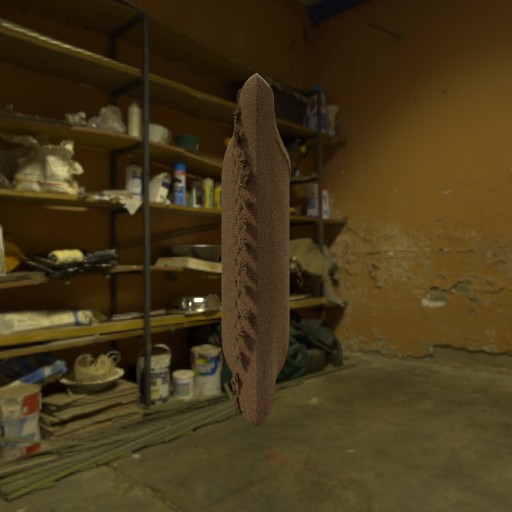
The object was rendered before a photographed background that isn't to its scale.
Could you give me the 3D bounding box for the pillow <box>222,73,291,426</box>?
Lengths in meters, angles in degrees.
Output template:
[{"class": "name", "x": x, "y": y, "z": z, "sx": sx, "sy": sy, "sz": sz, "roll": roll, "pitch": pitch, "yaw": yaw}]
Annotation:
[{"class": "pillow", "x": 0.000, "y": 0.000, "z": 0.596, "sx": 0.084, "sy": 0.305, "sz": 0.466, "roll": 0, "pitch": -1, "yaw": 0}]
